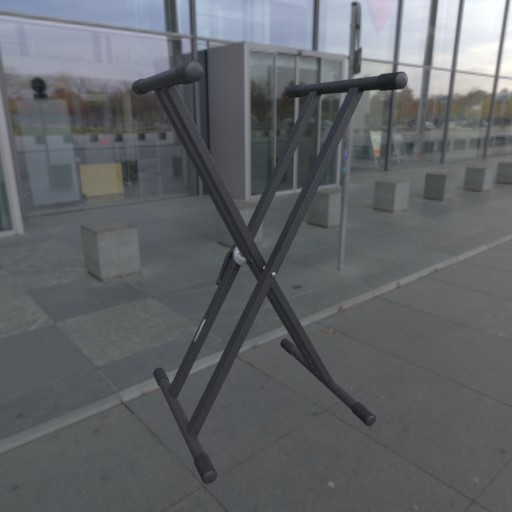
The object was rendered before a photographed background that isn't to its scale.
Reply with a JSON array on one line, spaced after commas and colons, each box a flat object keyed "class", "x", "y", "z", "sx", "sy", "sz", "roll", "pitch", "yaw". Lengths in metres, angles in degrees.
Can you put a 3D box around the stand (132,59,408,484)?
[{"class": "stand", "x": 0.000, "y": 0.000, "z": 1.194, "sx": 0.503, "sy": 0.900, "sz": 0.495, "roll": -8, "pitch": 19, "yaw": -24}]
